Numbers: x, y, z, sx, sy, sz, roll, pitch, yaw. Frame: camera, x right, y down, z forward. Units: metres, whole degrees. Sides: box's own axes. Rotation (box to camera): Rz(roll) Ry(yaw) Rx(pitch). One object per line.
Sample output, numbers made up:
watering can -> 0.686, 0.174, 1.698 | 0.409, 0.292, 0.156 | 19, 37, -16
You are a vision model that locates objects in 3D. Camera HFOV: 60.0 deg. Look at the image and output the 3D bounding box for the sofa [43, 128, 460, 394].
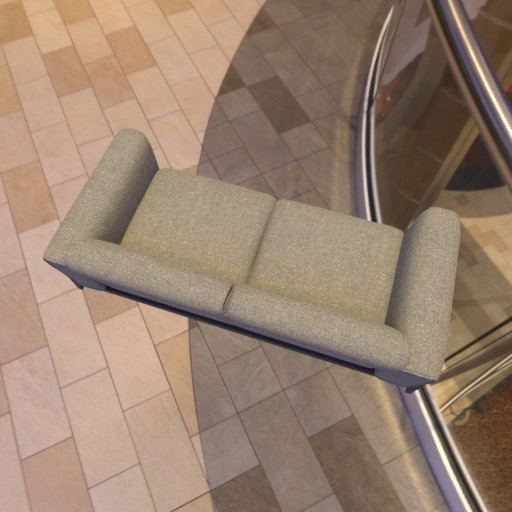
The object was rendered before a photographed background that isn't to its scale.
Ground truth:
sofa -> 0.000, 0.000, 2.564 | 2.125, 0.703, 0.985 | 16, 64, 8
